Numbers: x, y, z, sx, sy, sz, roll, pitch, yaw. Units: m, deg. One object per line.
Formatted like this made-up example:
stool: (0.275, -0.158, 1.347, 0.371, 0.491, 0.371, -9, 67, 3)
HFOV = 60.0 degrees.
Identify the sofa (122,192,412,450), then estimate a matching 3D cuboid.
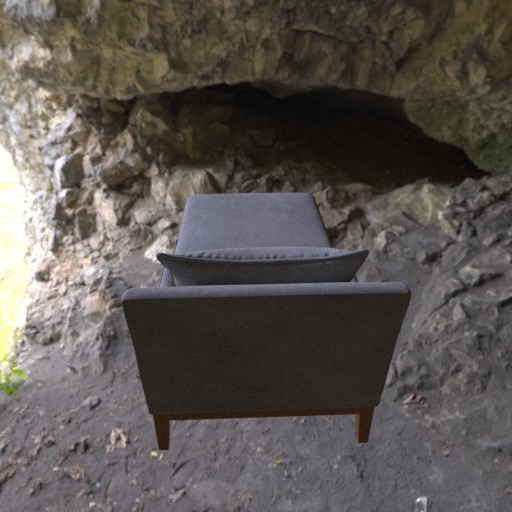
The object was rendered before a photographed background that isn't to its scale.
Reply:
sofa: (0.000, 0.000, 2.283, 0.894, 0.859, 1.779, -1, 31, -2)
